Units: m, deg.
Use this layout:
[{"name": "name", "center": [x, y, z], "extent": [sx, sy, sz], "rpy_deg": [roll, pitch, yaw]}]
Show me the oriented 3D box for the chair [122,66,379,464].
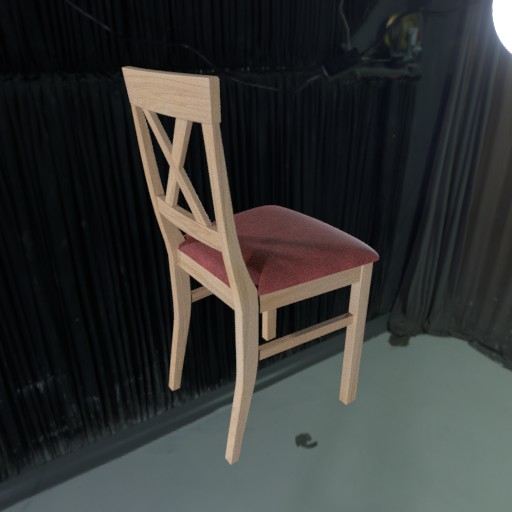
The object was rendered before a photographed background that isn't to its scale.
[{"name": "chair", "center": [0.000, 0.000, 1.158], "extent": [0.492, 0.912, 0.439], "rpy_deg": [-18, 31, -32]}]
